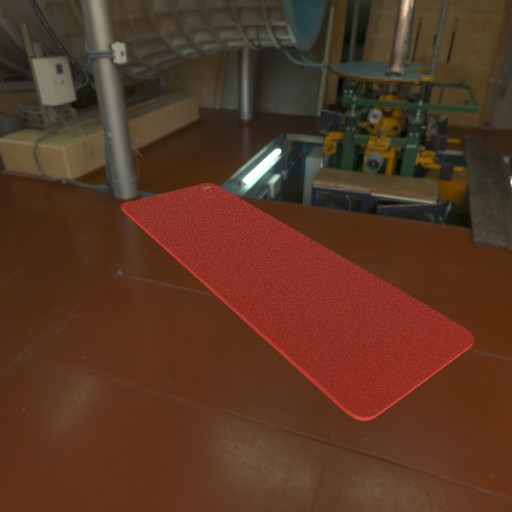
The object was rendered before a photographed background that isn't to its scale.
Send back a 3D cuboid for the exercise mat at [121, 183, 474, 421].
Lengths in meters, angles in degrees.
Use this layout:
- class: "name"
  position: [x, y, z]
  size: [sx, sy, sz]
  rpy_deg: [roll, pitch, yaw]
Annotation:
- class: "exercise mat"
  position: [0.000, 0.000, 2.058]
  size: [0.616, 0.021, 1.869]
  rpy_deg: [-20, 36, -30]
